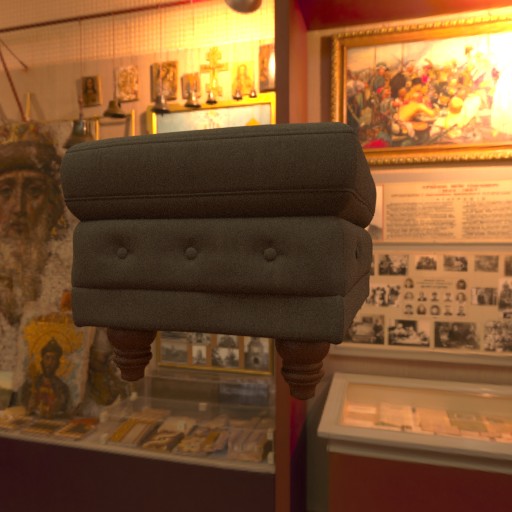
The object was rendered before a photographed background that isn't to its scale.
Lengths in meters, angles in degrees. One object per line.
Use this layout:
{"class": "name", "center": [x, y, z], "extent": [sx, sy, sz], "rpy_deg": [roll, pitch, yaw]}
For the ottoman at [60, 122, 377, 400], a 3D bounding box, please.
{"class": "ottoman", "center": [0.000, 0.000, 1.121], "extent": [0.569, 0.500, 0.771], "rpy_deg": [0, 2, 18]}
